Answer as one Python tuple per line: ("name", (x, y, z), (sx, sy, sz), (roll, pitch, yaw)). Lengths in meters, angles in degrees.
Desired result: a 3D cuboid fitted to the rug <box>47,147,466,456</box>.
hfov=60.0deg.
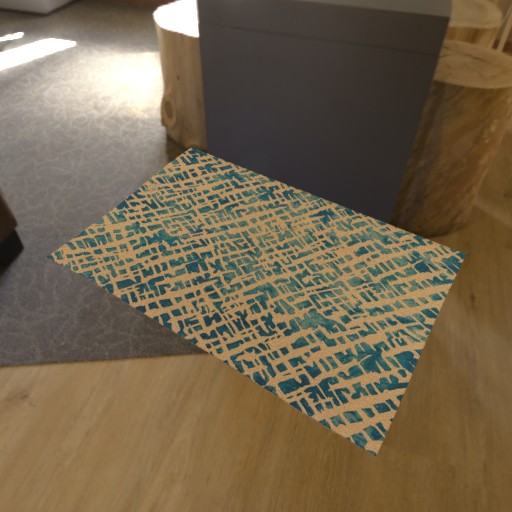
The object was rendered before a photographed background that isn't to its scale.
("rug", (0.000, 0.000, 2.304), (1.830, 0.011, 1.209), (25, 52, 22))
